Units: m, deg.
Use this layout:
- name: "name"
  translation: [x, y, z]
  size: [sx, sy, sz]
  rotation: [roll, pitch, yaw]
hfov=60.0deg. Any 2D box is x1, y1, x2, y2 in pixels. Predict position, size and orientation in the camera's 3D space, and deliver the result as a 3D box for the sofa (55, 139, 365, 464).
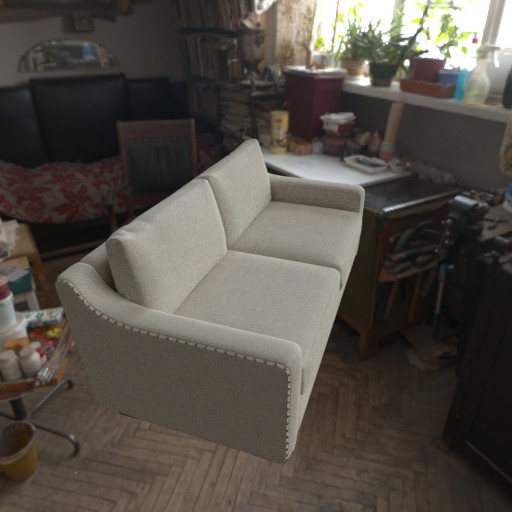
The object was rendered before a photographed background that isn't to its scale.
- name: "sofa"
  translation: [0.000, 0.000, 2.761]
  size: [1.104, 0.983, 2.107]
  rotation: [10, 31, 17]
